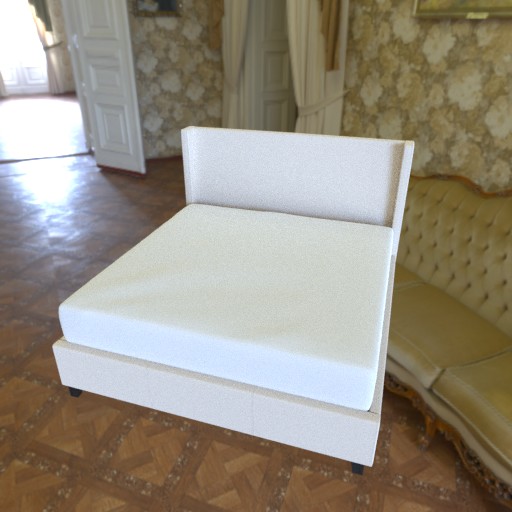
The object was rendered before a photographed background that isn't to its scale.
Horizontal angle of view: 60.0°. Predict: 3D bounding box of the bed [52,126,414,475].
[{"bbox_3d":[0.000,0.000,3.493,2.145,1.471,2.293,8,28,16],"label":"bed"}]
